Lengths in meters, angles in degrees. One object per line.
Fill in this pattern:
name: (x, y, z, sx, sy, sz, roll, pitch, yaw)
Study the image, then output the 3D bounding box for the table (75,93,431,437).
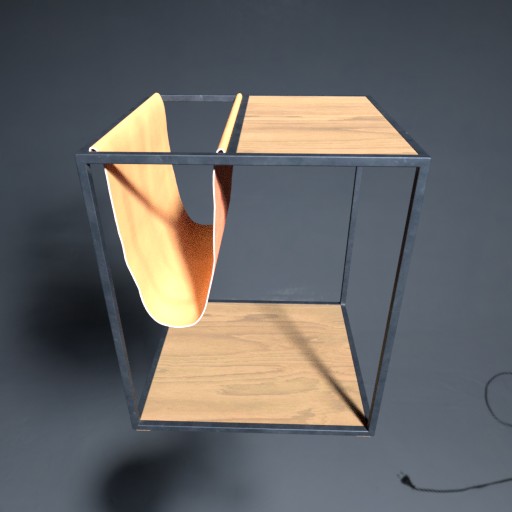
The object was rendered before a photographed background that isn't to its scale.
table: (0.000, 0.000, 0.862, 0.450, 0.536, 0.399, 1, 30, 2)
